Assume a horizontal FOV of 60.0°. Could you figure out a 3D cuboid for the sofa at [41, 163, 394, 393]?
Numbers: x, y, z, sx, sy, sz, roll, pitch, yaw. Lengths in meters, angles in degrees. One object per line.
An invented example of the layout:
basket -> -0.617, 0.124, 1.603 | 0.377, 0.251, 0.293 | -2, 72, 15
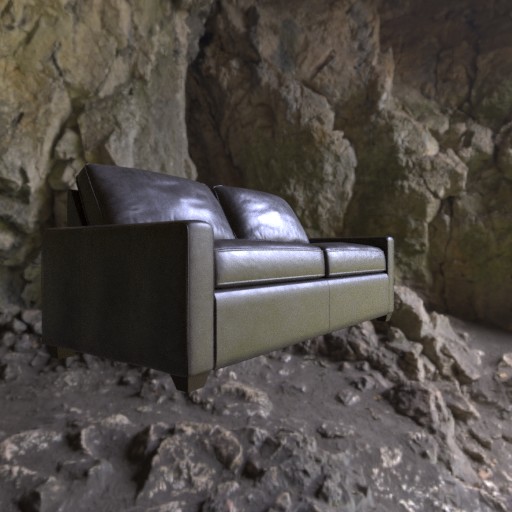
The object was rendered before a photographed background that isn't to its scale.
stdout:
sofa -> 0.000, 0.000, 2.565 | 0.939, 0.916, 2.081 | 0, 1, 36
